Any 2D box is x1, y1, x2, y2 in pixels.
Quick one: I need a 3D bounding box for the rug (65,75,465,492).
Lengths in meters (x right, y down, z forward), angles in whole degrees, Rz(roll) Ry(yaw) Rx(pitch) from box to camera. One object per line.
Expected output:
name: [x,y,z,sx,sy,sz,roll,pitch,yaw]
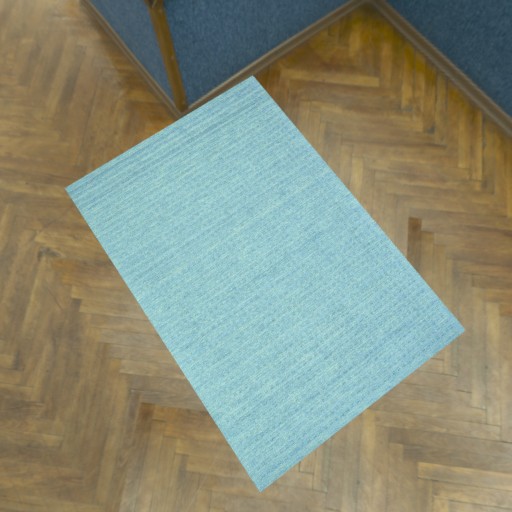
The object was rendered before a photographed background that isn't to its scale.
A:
rug: [0.000,0.000,3.649,1.982,0.006,2.895,-34,77,-9]
